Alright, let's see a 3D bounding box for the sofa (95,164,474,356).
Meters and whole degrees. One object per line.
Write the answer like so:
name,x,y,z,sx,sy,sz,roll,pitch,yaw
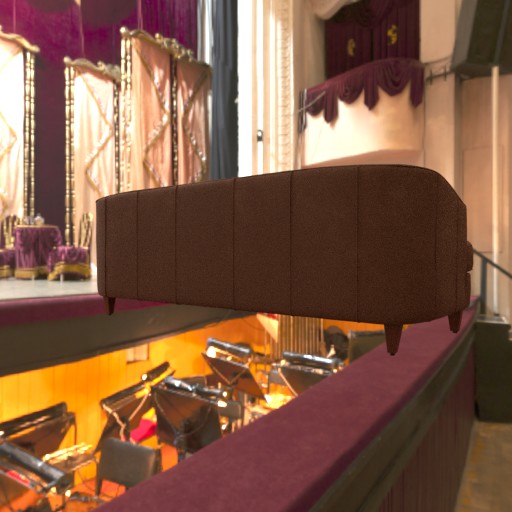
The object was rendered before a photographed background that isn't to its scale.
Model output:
sofa,0.000,0.000,2.629,2.227,0.787,0.927,0,1,37
